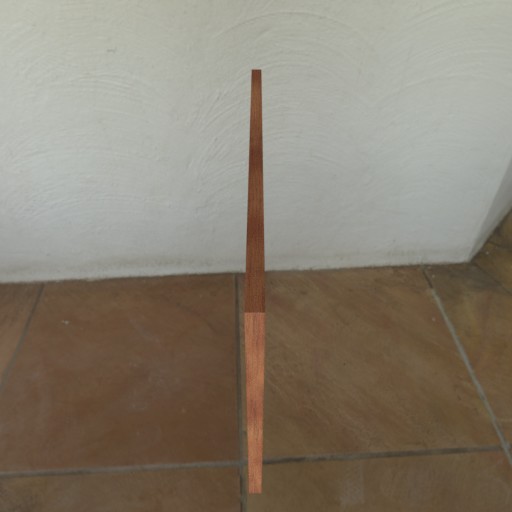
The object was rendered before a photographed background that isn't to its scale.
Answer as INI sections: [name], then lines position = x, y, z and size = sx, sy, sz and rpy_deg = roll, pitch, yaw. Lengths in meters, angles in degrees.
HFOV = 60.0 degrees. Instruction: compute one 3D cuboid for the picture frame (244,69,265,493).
[picture frame]
position = 0.000, 0.000, 1.178
size = 0.029, 0.640, 0.950
rpy_deg = 0, 42, 0
